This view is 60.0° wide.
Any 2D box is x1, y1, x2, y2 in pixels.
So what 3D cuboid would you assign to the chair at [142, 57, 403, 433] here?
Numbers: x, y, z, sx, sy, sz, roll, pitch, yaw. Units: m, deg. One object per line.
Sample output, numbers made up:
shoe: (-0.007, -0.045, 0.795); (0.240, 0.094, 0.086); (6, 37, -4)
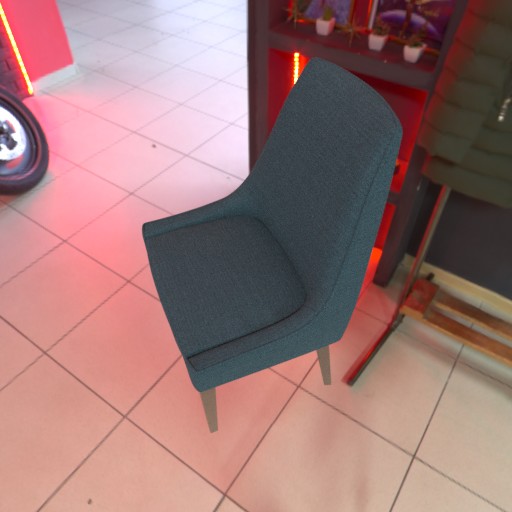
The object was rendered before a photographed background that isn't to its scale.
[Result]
chair: (0.000, 0.000, 1.188); (0.544, 0.861, 0.529); (-17, 49, -15)
